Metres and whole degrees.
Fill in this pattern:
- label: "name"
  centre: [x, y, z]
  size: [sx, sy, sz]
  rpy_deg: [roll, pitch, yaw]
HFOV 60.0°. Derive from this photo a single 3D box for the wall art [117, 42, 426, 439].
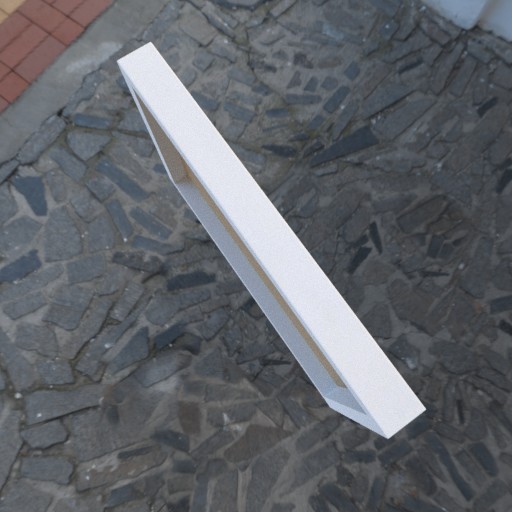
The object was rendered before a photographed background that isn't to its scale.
- label: "wall art"
  centre: [0.000, 0.000, 0.482]
  size: [0.039, 0.254, 0.384]
  rpy_deg: [-34, 78, -8]
